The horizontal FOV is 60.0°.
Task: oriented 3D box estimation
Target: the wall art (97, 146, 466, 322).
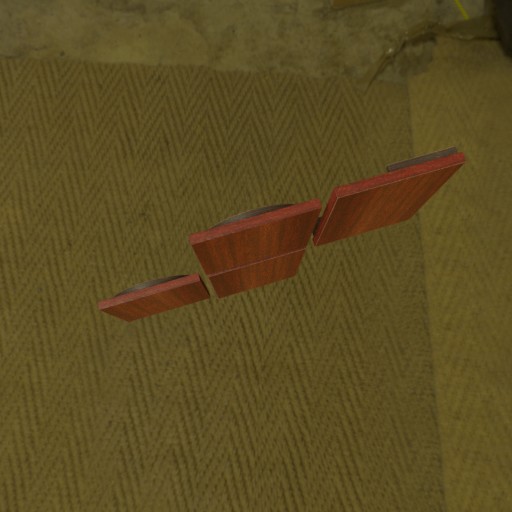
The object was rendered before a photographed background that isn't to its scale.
[{"bbox_3d":[0.000,0.000,0.868,0.635,0.497,0.030,-16,76,-4],"label":"wall art"}]
